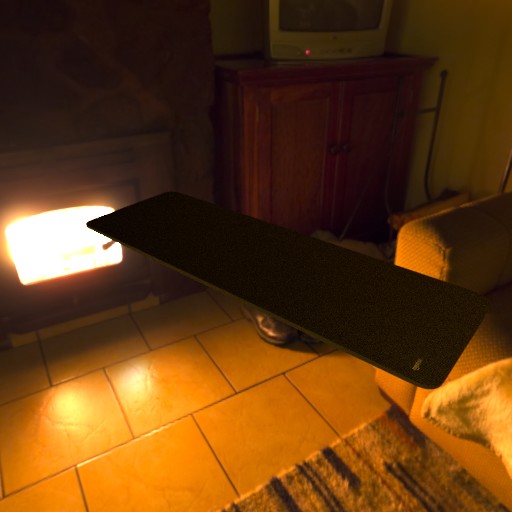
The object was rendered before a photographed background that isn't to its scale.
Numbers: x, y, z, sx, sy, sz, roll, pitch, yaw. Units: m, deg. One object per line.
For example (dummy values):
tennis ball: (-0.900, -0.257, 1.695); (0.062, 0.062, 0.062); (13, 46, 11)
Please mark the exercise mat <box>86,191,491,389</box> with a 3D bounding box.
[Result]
exercise mat: (0.000, 0.000, 2.013); (1.869, 0.021, 0.616); (22, 36, 33)
